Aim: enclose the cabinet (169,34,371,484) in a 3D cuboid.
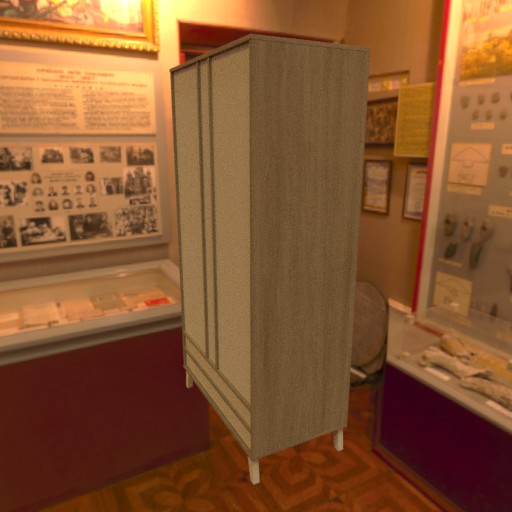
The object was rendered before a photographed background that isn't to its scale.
[{"bbox_3d":[0.000,0.000,2.442,0.571,1.999,1.006,-8,17,-27],"label":"cabinet"}]
